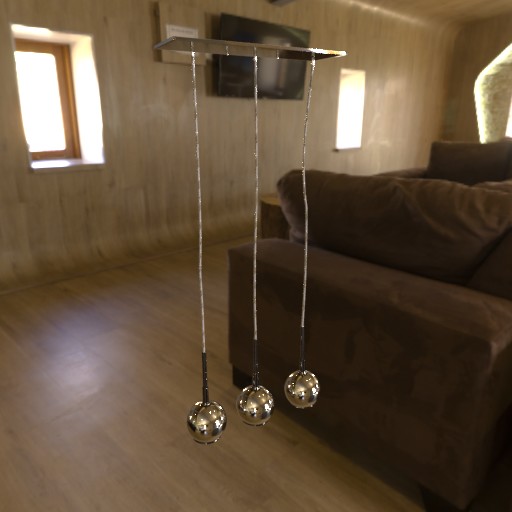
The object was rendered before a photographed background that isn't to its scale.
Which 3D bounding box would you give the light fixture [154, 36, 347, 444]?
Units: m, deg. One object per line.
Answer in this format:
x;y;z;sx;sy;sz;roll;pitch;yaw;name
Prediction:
0.000;0.000;1.649;0.623;1.408;0.188;-9;19;-27;light fixture
